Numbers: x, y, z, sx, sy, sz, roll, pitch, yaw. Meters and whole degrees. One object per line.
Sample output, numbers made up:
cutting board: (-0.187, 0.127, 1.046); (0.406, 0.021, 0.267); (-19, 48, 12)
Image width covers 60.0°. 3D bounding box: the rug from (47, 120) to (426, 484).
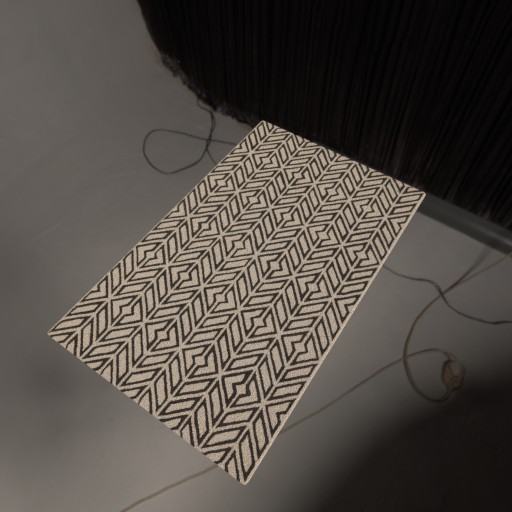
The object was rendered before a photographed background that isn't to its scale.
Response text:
rug: (0.000, 0.000, 3.095); (1.523, 0.008, 2.438); (29, 61, 18)
